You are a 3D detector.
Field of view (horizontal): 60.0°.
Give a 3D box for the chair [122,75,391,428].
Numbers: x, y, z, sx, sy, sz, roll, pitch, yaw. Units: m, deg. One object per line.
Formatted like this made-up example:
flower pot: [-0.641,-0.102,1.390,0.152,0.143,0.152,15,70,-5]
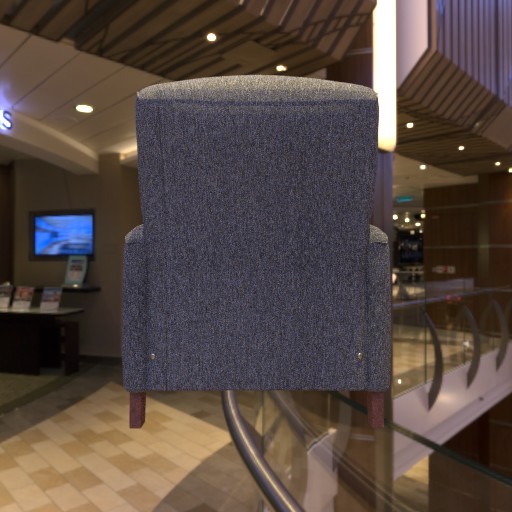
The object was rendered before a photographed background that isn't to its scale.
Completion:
chair: [0.000,0.000,1.644,0.848,1.014,0.864,0,0,0]
